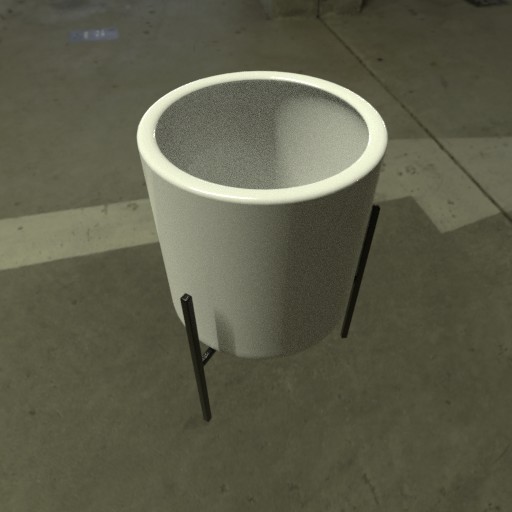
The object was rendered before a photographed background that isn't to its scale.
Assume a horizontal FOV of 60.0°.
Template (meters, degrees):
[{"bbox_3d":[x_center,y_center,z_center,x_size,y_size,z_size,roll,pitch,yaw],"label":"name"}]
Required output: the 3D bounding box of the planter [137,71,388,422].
[{"bbox_3d":[0.000,0.000,0.523,0.239,0.356,0.239,-24,50,-21],"label":"planter"}]
